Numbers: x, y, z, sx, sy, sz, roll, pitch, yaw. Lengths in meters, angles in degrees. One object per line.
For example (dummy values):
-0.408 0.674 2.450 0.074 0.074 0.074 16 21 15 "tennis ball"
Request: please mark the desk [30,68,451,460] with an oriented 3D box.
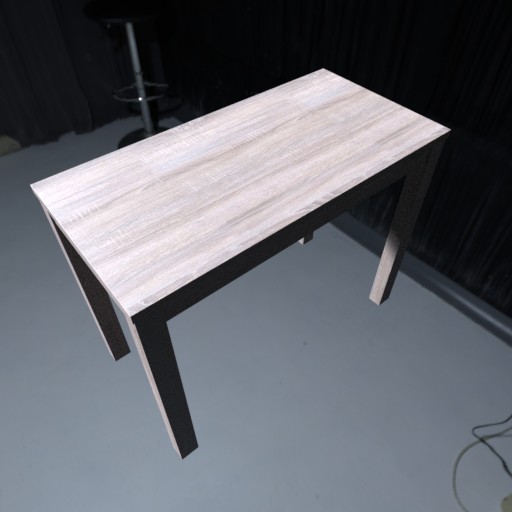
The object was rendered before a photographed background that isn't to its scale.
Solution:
0.000 0.000 1.421 0.991 0.762 0.495 -31 54 -26 "desk"
